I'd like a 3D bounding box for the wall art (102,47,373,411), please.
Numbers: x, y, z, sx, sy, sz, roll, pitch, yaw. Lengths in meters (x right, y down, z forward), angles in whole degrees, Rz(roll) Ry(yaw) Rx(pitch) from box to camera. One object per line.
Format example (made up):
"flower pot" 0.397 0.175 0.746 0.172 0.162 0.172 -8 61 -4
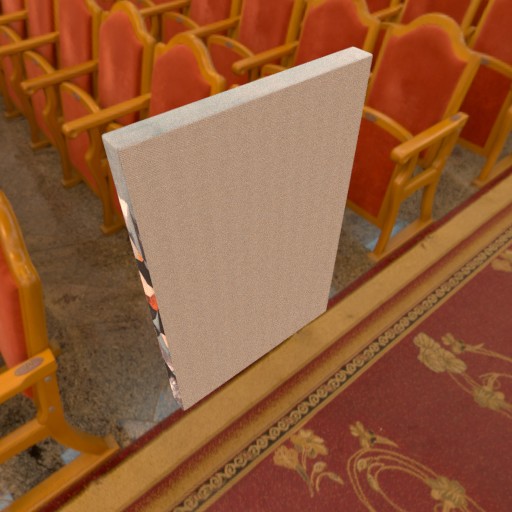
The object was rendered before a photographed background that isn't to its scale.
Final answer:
"wall art" 0.000 0.000 1.170 0.609 0.911 0.061 -30 52 -26
